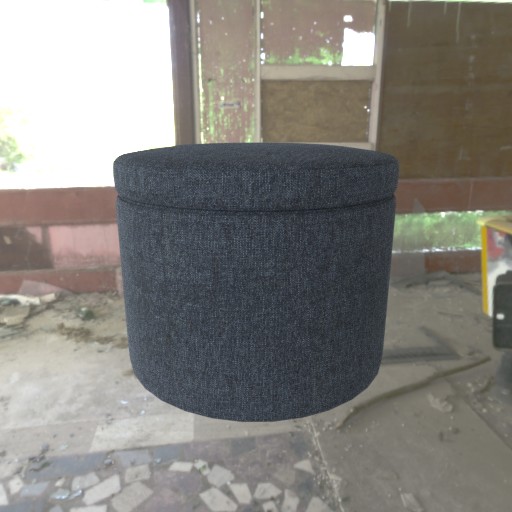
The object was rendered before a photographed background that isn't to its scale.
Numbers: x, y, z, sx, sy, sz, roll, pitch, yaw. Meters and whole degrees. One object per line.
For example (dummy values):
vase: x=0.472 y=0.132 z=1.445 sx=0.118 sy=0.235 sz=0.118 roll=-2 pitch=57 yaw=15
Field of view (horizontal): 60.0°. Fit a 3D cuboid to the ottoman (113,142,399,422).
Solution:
ottoman: x=0.000 y=0.000 z=0.858 sx=0.500 sy=0.419 sz=0.500 roll=0 pitch=16 yaw=0
